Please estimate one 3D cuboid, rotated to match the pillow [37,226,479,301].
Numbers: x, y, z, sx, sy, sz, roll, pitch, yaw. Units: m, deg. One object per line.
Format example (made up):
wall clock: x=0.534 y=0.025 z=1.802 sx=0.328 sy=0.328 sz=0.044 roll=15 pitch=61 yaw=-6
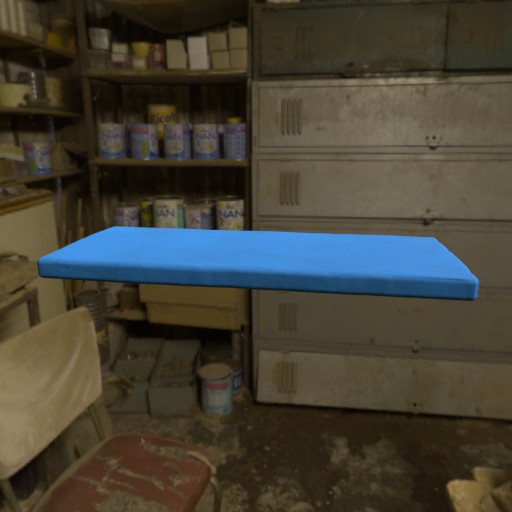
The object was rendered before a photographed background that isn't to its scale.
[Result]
pillow: x=0.000 y=0.000 z=1.359 sx=1.187 sy=0.081 sz=0.492 roll=2 pitch=15 yaw=9
